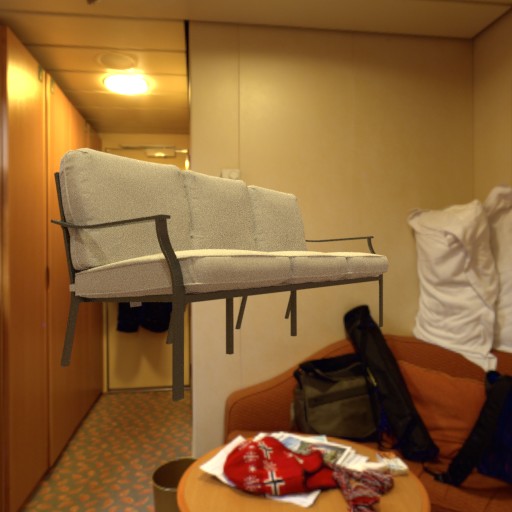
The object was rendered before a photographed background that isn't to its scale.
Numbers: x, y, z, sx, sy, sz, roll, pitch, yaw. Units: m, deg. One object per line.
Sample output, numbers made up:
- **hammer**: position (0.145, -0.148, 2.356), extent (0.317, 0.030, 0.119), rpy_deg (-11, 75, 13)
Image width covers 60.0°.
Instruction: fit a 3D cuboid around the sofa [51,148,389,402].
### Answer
- **sofa**: position (0.000, 0.000, 2.200), extent (0.787, 0.860, 1.740), rpy_deg (0, 0, 36)
